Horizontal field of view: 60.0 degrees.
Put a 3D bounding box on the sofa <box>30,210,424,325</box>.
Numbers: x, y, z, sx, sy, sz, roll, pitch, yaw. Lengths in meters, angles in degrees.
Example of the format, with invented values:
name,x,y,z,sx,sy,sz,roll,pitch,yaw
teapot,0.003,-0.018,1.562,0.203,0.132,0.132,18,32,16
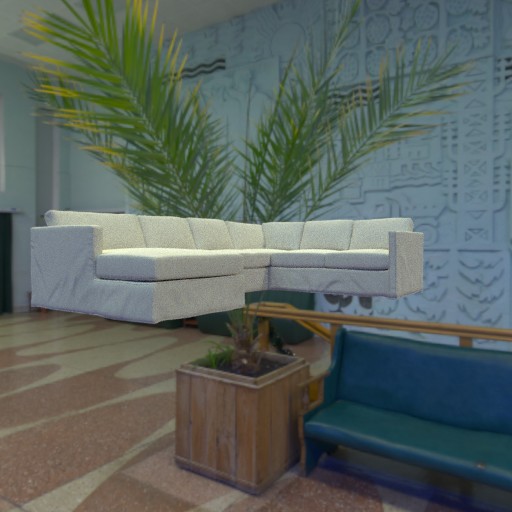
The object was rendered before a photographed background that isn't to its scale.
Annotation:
name,x,y,z,sx,sy,sz,roll,pitch,yaw
sofa,0.000,0.000,4.545,2.448,0.882,3.464,1,1,35
